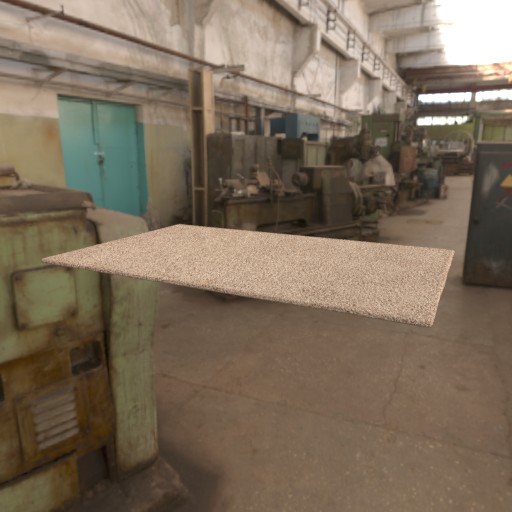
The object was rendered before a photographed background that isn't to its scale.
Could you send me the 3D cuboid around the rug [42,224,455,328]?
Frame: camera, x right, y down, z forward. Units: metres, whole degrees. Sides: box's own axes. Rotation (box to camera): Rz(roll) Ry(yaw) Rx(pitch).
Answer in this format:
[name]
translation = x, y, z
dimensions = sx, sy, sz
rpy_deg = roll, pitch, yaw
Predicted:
[rug]
translation = 0.000, 0.000, 3.065
dimensions = 2.438, 0.030, 1.524
rpy_deg = 7, 15, 26
